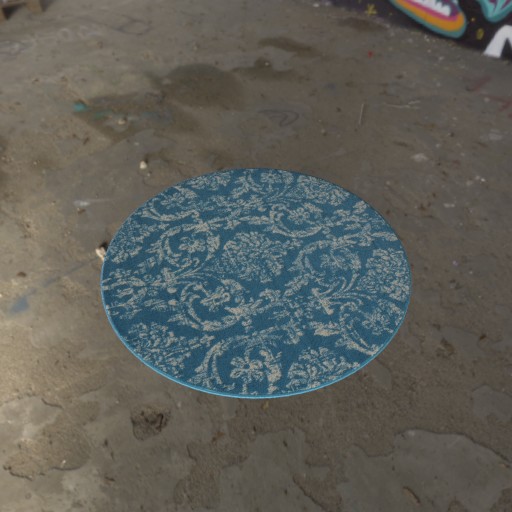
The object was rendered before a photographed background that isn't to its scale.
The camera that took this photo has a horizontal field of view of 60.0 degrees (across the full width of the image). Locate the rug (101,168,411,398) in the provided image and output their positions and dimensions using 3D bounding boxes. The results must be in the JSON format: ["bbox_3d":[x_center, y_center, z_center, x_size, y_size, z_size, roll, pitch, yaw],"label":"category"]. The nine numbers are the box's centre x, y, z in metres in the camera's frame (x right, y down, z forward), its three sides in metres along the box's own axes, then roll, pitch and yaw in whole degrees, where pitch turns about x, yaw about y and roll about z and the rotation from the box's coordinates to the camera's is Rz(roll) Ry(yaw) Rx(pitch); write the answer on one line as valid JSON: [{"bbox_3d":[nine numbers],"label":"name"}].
[{"bbox_3d":[0.000,0.000,2.340,1.593,0.012,1.593,0,46,0],"label":"rug"}]
